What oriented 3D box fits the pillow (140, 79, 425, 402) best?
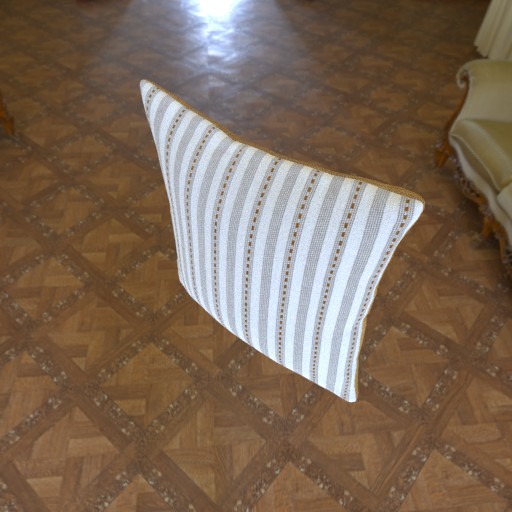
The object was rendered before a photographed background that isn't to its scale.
[{"bbox_3d":[0.000,0.000,0.683,0.432,0.437,0.147,31,54,26],"label":"pillow"}]
